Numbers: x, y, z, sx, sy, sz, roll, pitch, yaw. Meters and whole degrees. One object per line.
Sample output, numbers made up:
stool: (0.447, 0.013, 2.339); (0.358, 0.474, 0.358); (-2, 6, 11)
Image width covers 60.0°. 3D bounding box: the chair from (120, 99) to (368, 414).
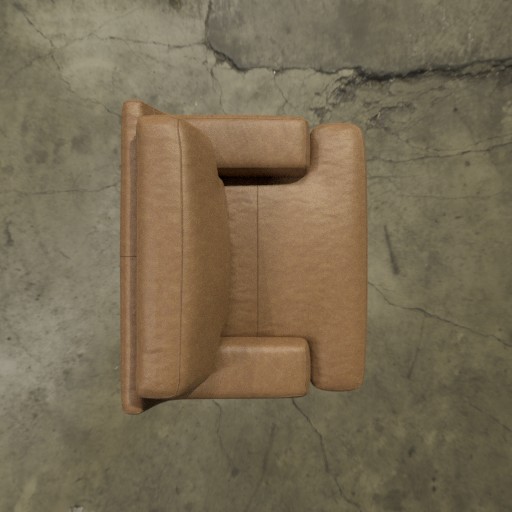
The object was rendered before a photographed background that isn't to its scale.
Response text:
chair: (0.000, 0.000, 2.019); (1.050, 0.978, 1.276); (0, 90, 1)
